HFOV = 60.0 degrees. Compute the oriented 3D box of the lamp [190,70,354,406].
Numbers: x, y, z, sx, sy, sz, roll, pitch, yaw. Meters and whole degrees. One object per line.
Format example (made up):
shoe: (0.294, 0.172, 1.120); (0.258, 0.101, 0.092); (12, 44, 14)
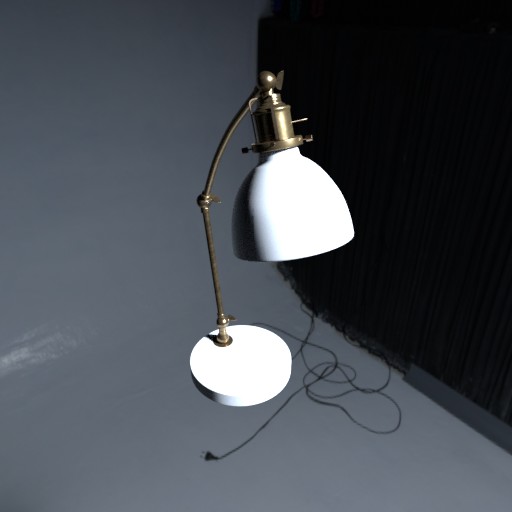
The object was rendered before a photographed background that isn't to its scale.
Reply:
lamp: (0.000, 0.000, 0.666); (0.186, 0.522, 0.317); (-20, 35, -31)
